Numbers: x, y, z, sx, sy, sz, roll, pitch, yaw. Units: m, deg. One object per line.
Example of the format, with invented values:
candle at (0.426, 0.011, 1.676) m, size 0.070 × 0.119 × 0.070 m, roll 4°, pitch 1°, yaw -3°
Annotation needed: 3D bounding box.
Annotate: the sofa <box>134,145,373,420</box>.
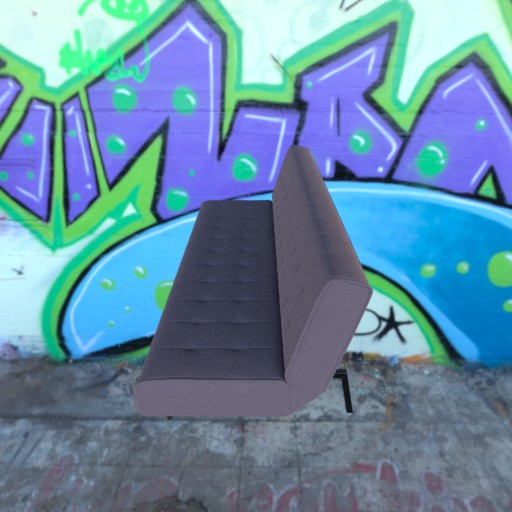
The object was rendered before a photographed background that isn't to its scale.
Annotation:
sofa at (0.000, 0.000, 2.106) m, size 0.747 × 0.699 × 1.703 m, roll 0°, pitch 26°, yaw 0°
